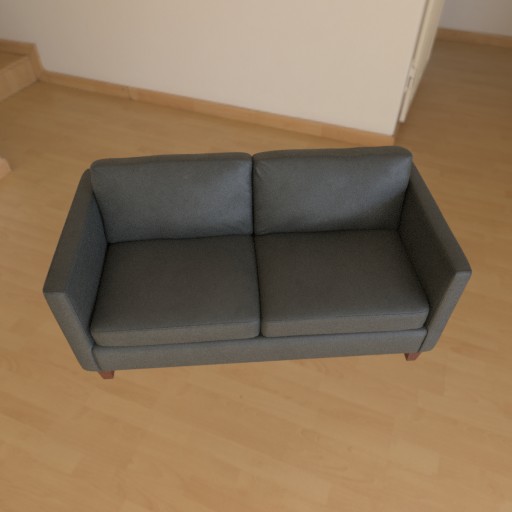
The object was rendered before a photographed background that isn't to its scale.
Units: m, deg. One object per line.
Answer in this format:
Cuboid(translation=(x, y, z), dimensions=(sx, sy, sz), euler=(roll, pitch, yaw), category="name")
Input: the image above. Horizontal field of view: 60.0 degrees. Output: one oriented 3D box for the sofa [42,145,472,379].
Cuboid(translation=(0.000, 0.000, 2.411), dimensions=(1.883, 0.933, 0.951), euler=(-3, 46, -3), category="sofa")
